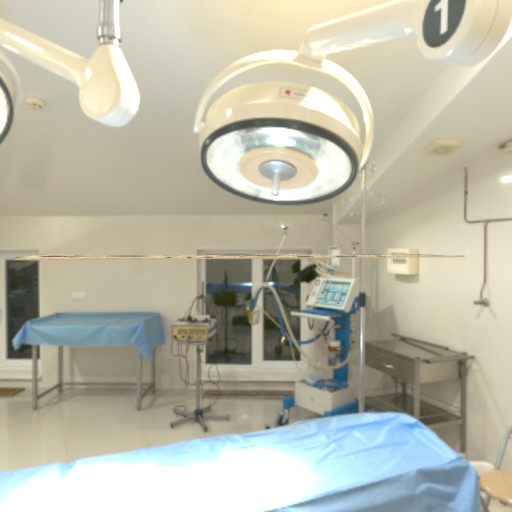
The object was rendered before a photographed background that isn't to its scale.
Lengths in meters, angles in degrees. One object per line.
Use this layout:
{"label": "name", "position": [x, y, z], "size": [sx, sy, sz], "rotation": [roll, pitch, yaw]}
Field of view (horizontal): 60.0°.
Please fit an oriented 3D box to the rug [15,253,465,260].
{"label": "rug", "position": [0.000, 0.000, 2.479], "size": [2.301, 0.017, 0.692], "rotation": [0, 1, -19]}
